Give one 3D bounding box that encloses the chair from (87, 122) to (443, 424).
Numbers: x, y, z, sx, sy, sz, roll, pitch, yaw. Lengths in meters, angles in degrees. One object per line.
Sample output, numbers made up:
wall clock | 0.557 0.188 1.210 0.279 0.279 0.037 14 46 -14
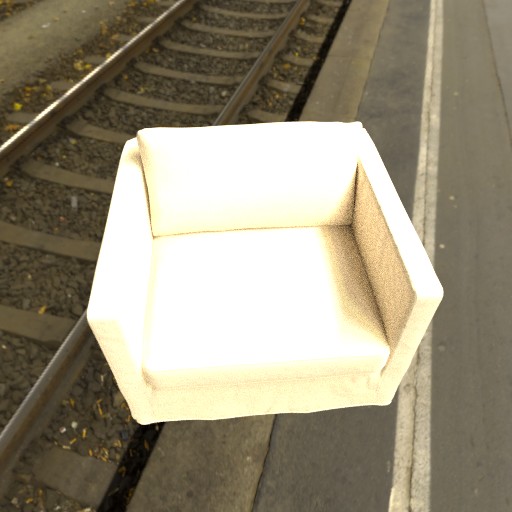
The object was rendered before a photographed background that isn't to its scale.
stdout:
chair | 0.000 0.000 1.757 1.057 0.851 0.947 -3 47 -3
